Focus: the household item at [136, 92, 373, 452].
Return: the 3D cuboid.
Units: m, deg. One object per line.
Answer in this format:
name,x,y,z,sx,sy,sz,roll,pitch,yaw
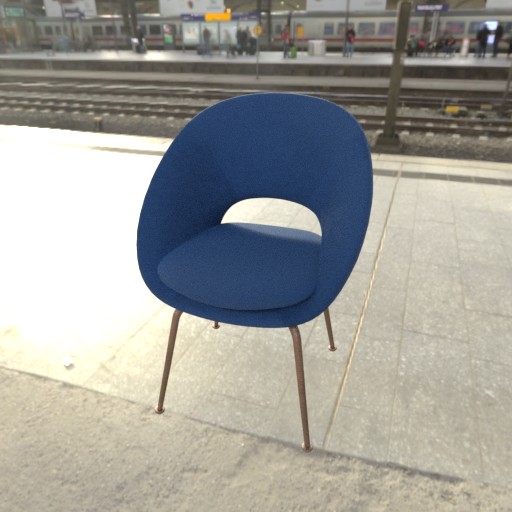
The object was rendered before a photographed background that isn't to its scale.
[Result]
household item,0.000,0.000,1.305,0.623,0.852,0.573,8,28,16
